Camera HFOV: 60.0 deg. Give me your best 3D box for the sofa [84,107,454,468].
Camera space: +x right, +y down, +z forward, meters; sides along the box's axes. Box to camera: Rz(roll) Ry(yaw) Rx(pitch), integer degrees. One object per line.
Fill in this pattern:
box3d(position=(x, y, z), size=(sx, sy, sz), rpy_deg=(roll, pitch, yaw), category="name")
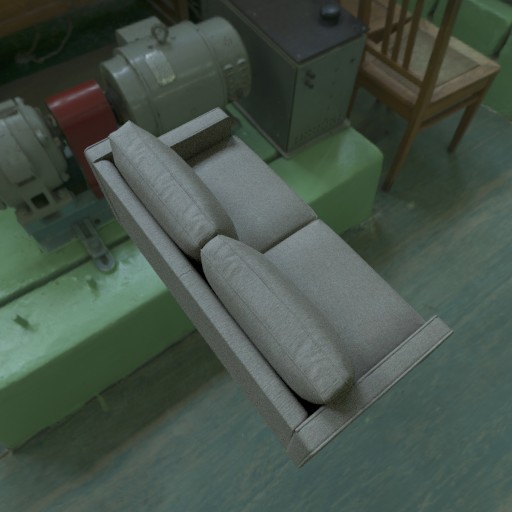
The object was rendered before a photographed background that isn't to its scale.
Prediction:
box3d(position=(0.000, 0.000, 2.776), size=(1.073, 1.074, 2.181), rpy_deg=(-33, 65, -18), category="sofa")
